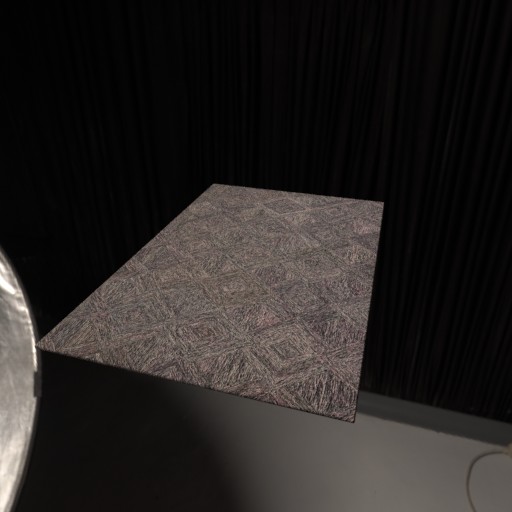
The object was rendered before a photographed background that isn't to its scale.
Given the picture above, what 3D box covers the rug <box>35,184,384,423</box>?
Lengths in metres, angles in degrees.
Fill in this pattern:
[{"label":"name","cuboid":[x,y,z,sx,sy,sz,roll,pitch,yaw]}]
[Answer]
[{"label":"rug","cuboid":[0.000,0.000,2.869,1.501,0.017,2.298,9,31,15]}]
